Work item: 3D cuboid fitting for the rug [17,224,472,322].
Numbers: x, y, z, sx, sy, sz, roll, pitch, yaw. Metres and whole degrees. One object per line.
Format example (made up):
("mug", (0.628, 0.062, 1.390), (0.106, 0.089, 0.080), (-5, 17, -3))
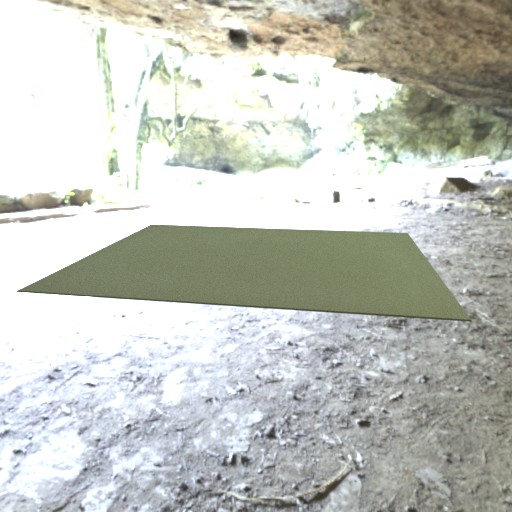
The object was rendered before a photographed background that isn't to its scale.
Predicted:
("rug", (0.000, 0.000, 3.447), (2.584, 0.011, 2.073), (3, 16, 9))
